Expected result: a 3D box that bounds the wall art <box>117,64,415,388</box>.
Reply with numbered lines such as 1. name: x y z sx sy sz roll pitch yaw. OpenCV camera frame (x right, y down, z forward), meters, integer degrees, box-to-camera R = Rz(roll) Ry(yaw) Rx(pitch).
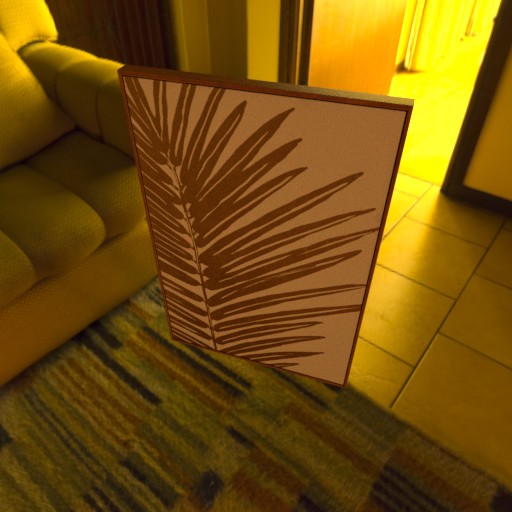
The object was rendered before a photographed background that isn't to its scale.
1. wall art: 0.000 0.000 1.183 0.610 0.914 0.037 12 43 14
